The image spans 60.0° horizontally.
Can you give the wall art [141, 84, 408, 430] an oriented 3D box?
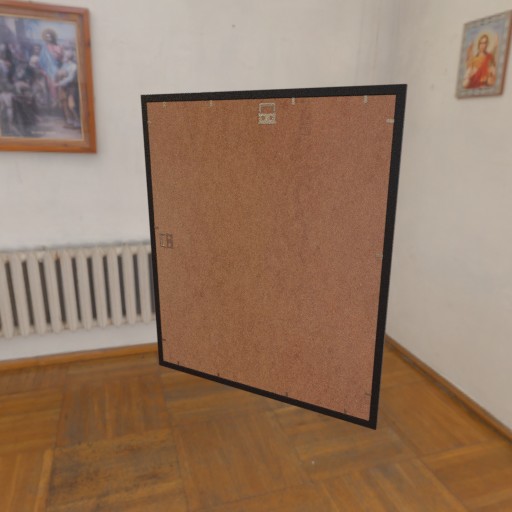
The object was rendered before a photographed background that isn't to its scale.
[{"bbox_3d":[0.000,0.000,0.941,0.559,0.660,0.018,8,18,26],"label":"wall art"}]
